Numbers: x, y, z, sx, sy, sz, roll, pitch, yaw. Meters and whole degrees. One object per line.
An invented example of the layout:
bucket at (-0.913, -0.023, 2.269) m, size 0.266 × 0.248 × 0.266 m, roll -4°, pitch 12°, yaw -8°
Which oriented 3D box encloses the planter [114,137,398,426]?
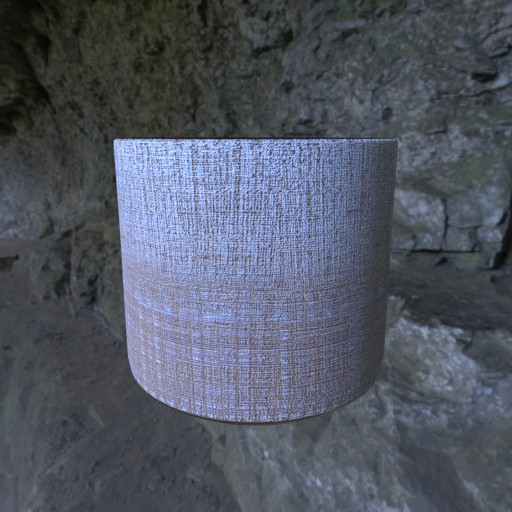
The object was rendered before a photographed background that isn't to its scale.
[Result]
planter at (0.000, 0.000, 0.186) m, size 0.109 × 0.096 × 0.109 m, roll 0°, pitch 15°, yaw 0°
